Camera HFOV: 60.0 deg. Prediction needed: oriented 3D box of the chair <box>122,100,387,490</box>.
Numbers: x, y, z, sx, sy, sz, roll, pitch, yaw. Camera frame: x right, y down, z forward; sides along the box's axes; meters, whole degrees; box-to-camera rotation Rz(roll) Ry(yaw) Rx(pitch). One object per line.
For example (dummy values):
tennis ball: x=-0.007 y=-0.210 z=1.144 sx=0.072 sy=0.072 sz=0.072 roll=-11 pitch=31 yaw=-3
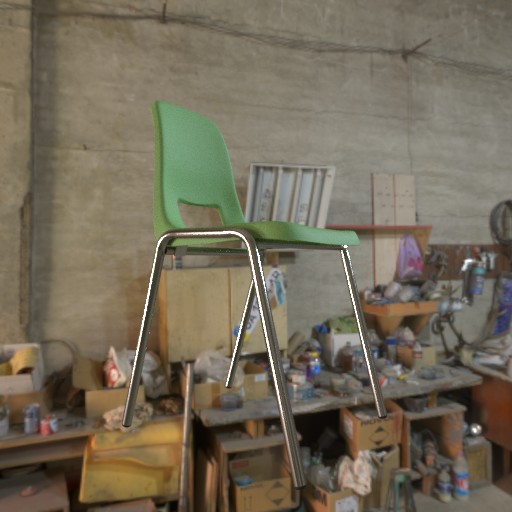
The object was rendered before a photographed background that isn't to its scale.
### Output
chair: x=0.000 y=0.000 z=0.934 sx=0.436 sy=0.704 sz=0.381 roll=0 pitch=-1 yaw=35
